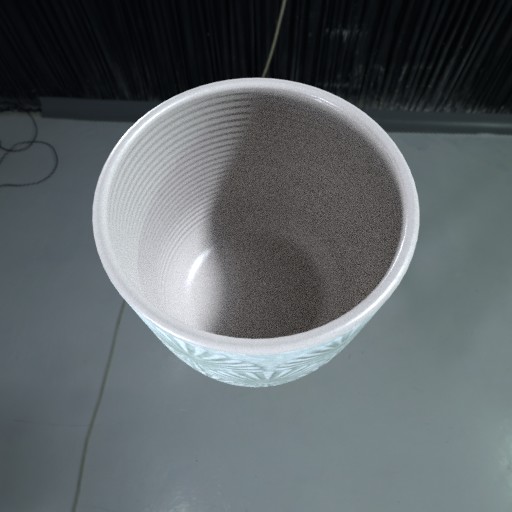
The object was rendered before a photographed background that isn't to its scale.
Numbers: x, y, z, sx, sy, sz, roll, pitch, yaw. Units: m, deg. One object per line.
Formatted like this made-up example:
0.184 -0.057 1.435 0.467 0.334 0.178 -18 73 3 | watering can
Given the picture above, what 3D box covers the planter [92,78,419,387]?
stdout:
0.000 0.000 0.217 0.124 0.109 0.124 0 64 0 | planter
